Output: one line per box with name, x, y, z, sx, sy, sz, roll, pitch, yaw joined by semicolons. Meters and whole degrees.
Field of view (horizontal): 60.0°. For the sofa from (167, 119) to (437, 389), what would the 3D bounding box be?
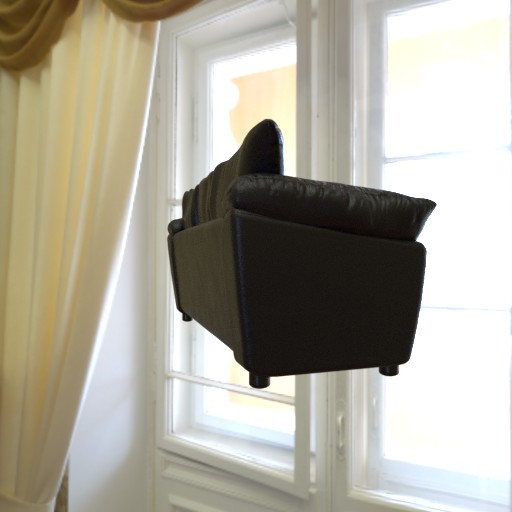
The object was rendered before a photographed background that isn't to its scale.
sofa;0.000;0.000;2.814;0.880;1.073;2.336;0;0;-17
